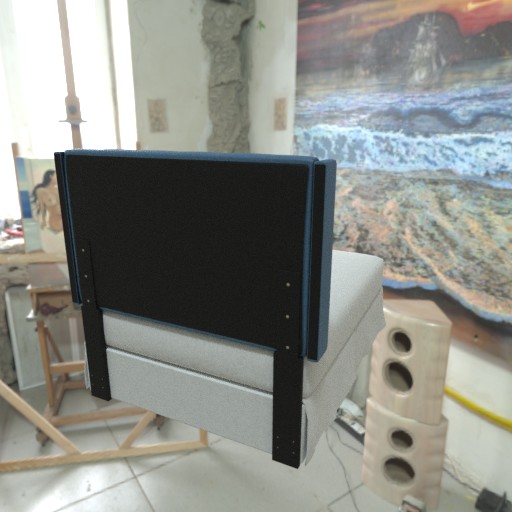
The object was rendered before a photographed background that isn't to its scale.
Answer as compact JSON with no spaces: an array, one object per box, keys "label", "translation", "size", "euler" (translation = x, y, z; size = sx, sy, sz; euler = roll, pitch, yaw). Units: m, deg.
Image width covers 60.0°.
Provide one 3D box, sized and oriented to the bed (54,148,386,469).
[{"label":"bed","translation":[0.000,0.000,3.397],"size":[1.719,1.665,2.078],"euler":[8,18,25]}]
